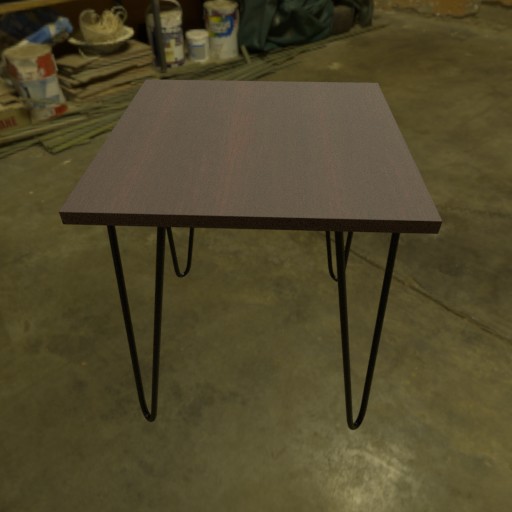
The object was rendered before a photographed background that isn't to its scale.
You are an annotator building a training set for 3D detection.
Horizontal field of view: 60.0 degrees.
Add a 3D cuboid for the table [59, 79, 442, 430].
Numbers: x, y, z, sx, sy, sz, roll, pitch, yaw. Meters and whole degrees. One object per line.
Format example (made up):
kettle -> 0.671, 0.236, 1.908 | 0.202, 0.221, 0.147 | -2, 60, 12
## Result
table -> 0.000, 0.000, 0.940 | 0.495, 0.559, 0.495 | 2, 41, 2
